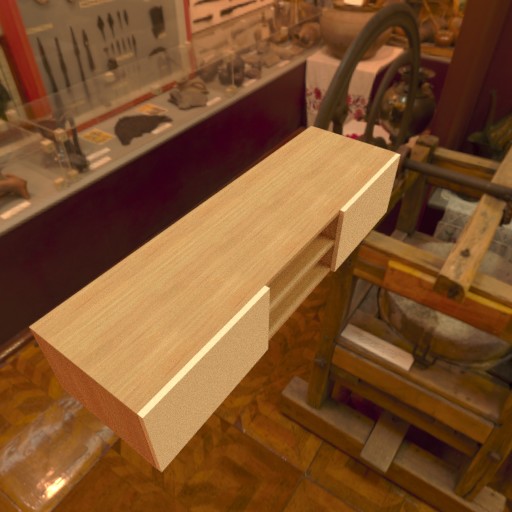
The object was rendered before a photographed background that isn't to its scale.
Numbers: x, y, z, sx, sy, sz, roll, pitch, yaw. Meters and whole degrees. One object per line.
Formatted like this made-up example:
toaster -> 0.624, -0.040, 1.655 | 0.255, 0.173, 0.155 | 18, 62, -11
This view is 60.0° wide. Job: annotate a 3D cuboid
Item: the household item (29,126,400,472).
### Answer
household item -> 0.000, 0.000, 1.568 | 0.420, 0.310, 1.400 | 26, 49, 26
